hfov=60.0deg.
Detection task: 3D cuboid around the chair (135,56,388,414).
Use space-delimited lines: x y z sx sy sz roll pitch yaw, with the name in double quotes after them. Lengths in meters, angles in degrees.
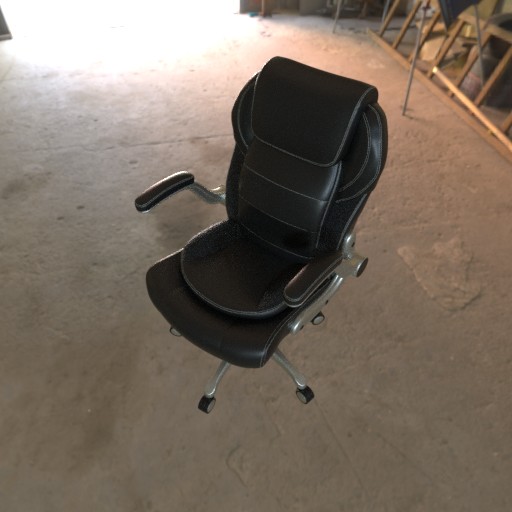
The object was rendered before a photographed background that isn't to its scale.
0.000 0.000 1.627 0.724 1.141 0.801 30 53 27 "chair"
